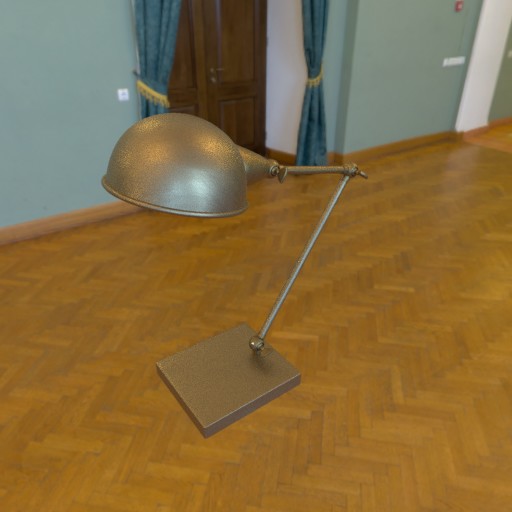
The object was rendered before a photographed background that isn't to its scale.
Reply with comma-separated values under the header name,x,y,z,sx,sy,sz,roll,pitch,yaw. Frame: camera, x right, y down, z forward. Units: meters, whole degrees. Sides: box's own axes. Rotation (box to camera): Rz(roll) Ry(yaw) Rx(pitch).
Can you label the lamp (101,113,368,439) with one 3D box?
name,x,y,z,sx,sy,sz,roll,pitch,yaw
lamp,0.000,0.000,0.555,0.339,0.371,0.149,-20,36,-31
